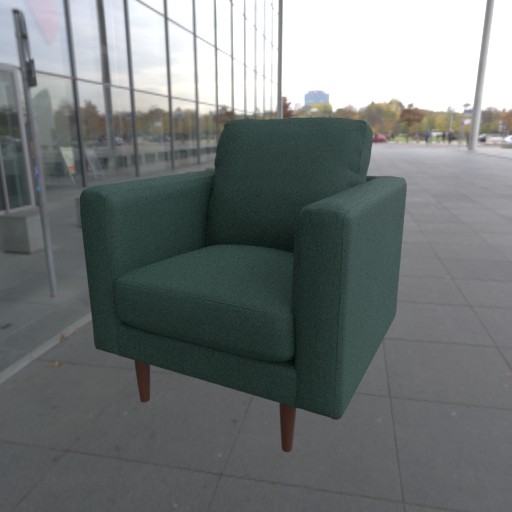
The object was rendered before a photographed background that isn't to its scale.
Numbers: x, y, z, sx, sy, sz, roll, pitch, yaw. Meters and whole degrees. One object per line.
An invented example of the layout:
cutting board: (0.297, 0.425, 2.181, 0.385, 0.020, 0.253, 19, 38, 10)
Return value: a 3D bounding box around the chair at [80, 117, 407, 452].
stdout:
chair: (0.000, 0.000, 1.528, 0.855, 0.927, 0.800, 8, 17, 26)
